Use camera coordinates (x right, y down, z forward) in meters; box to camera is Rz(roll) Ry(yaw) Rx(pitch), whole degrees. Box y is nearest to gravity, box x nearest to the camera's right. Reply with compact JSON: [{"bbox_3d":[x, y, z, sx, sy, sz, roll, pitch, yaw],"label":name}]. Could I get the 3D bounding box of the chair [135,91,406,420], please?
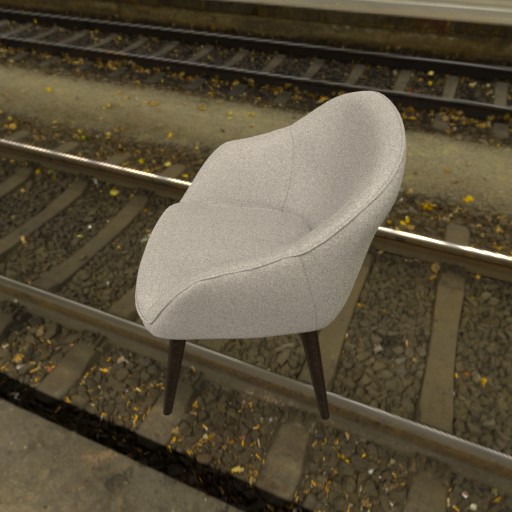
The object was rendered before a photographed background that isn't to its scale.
[{"bbox_3d":[0.000,0.000,1.197,0.611,0.810,0.589,1,40,1],"label":"chair"}]
